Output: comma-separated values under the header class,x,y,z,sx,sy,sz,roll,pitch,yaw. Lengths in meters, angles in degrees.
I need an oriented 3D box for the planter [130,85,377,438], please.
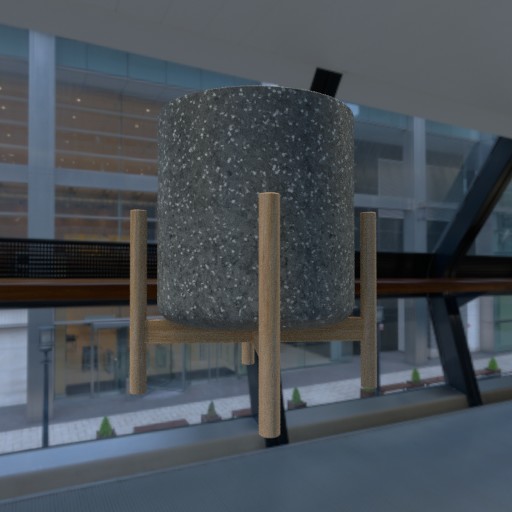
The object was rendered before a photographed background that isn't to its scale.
class,x,y,z,sx,sy,sz,roll,pitch,yaw
planter,0.000,0.000,0.698,0.360,0.419,0.360,0,-1,18
